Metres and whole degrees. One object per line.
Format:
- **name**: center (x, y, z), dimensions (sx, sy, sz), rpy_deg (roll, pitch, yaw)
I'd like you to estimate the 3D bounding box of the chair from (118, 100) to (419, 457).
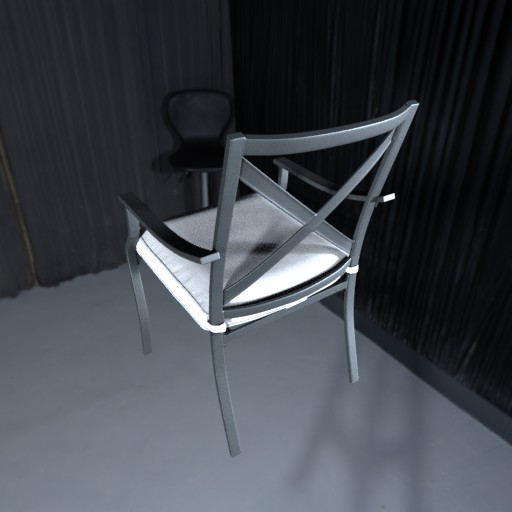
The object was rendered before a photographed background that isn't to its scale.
- **chair**: center (0.000, 0.000, 1.268), dimensions (0.575, 0.889, 0.620), rpy_deg (-20, 36, -30)
